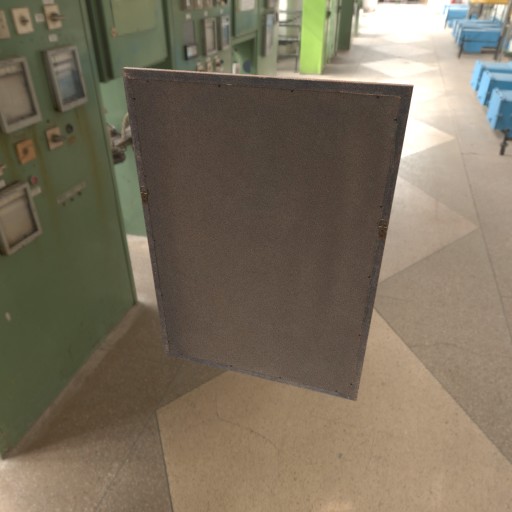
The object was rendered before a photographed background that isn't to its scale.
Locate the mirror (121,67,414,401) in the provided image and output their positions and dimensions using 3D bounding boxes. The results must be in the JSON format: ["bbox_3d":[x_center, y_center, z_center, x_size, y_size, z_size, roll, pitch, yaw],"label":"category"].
[{"bbox_3d":[0.000,0.000,1.300,0.705,0.996,0.025,10,34,15],"label":"mirror"}]
